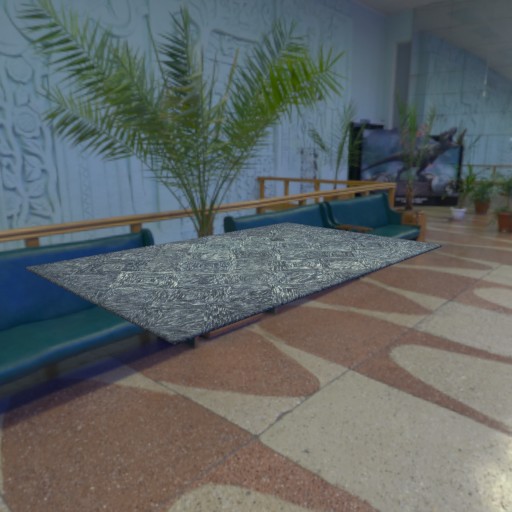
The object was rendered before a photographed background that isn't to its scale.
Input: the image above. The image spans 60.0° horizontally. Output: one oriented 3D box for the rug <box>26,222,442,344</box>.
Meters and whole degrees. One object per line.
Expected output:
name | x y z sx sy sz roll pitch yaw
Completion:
rug | 0.000 0.000 2.890 1.478 0.017 2.330 13 18 43
